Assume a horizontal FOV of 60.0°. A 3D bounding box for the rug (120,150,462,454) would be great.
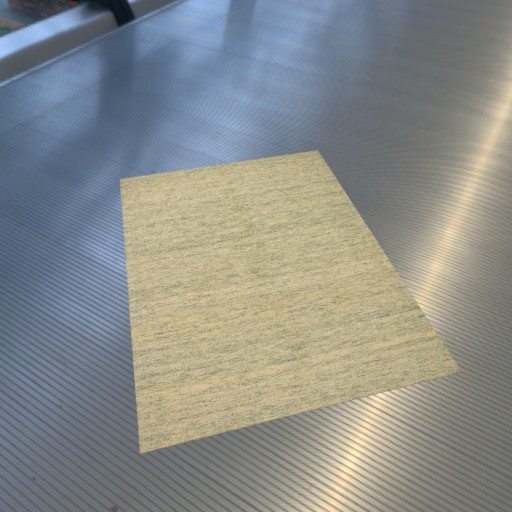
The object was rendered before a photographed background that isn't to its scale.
[{"bbox_3d":[0.000,0.000,4.269,2.437,0.014,3.201,-10,47,-10],"label":"rug"}]
